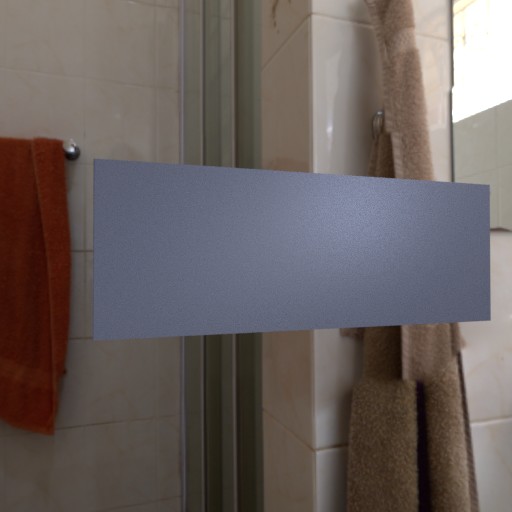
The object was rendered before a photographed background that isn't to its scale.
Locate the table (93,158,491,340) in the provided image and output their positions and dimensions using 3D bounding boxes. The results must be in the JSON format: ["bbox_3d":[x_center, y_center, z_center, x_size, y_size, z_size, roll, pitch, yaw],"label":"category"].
[{"bbox_3d":[0.000,0.000,1.212,0.801,0.299,0.801,0,-1,-18],"label":"table"}]
